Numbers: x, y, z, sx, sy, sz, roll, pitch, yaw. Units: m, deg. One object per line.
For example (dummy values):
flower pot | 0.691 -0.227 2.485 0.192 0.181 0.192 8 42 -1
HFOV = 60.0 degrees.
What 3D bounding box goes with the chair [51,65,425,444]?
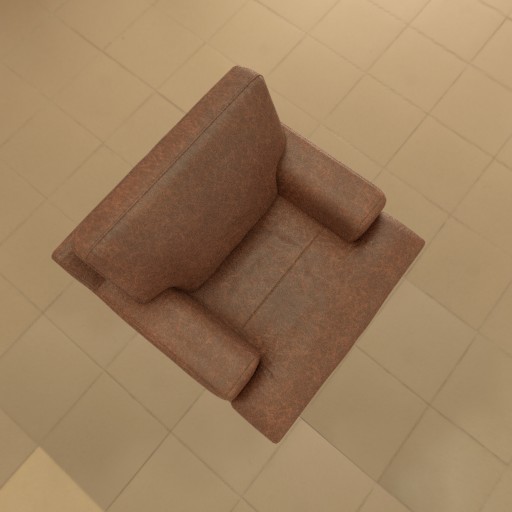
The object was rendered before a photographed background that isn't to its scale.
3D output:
chair | 0.000 0.000 1.969 1.143 0.939 1.168 38 78 10
